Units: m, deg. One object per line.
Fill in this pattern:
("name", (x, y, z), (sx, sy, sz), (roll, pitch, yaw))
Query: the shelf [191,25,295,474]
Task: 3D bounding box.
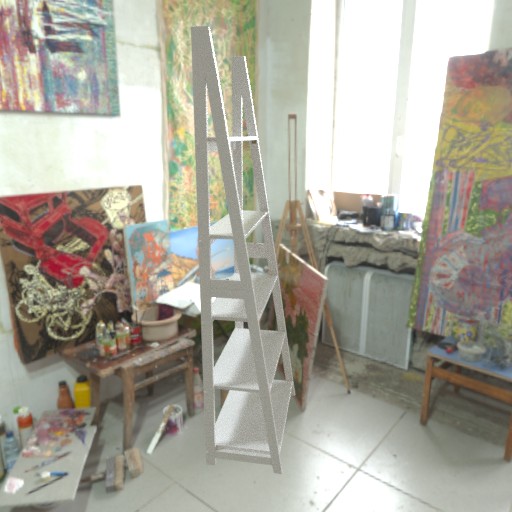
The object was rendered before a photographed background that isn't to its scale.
("shelf", (0.000, 0.000, 2.019), (0.341, 1.779, 0.636), (3, 15, 10))
